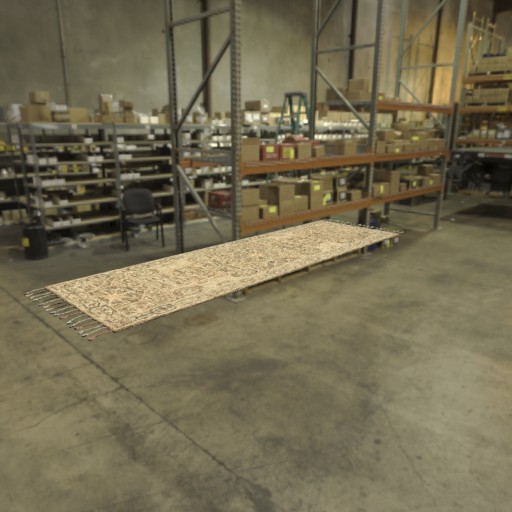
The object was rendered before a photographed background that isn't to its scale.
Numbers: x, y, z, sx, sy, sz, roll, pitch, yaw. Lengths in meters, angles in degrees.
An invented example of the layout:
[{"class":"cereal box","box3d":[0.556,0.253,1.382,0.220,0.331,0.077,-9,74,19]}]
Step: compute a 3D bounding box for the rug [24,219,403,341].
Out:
[{"class":"rug","box3d":[0.000,0.000,2.928,0.762,0.011,2.664,16,22,42]}]
